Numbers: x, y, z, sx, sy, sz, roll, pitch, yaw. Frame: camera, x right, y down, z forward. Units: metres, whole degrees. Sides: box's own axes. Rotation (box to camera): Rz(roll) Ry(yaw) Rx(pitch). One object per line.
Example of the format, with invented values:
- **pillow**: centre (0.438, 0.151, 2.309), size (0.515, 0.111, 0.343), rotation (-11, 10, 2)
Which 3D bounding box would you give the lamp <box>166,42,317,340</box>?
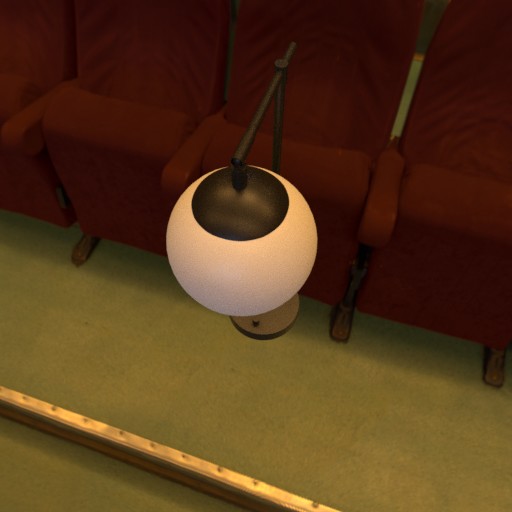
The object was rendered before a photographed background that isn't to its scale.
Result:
- **lamp**: centre (0.000, 0.000, 0.718), size (0.197, 0.559, 0.316), rotation (15, 58, 10)
